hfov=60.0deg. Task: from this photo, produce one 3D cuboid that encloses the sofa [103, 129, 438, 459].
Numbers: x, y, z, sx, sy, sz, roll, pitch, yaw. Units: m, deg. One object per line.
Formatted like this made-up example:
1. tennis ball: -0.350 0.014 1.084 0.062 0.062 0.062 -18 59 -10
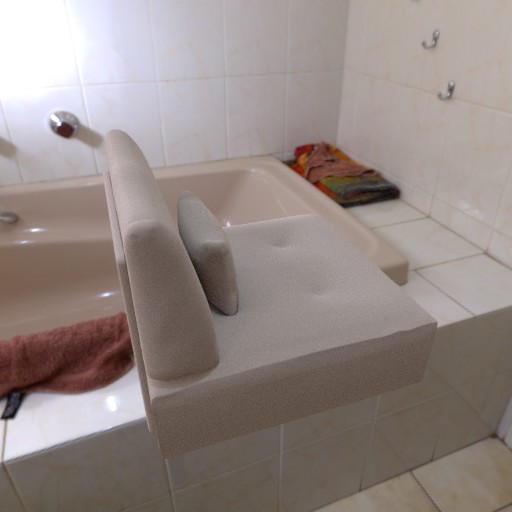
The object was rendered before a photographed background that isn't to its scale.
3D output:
1. sofa: 0.000 0.000 1.695 1.000 0.828 0.935 -10 32 -17
